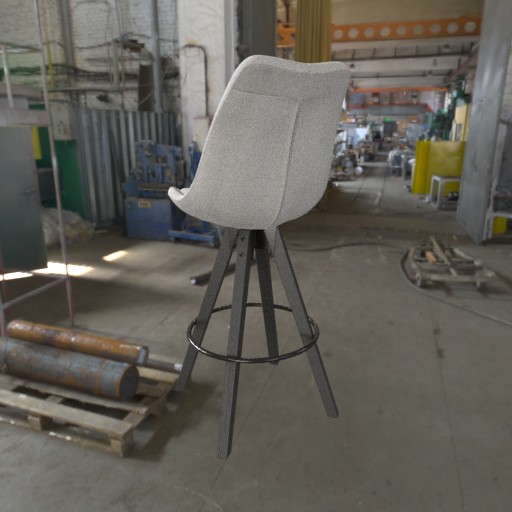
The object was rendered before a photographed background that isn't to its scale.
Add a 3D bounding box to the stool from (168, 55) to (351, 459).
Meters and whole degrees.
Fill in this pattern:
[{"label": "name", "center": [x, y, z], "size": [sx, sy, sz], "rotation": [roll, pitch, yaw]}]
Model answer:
[{"label": "stool", "center": [0.000, 0.000, 1.429], "size": [0.485, 1.115, 0.550], "rotation": [-9, 18, -27]}]
